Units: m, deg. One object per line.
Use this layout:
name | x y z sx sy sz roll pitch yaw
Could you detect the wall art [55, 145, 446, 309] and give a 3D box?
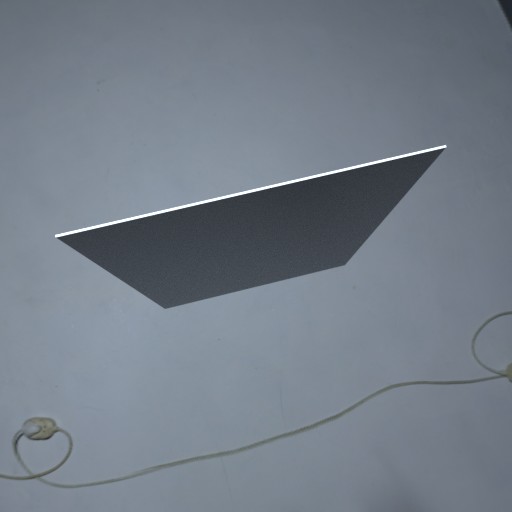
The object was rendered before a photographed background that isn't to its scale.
wall art | 0.000 0.000 0.799 0.457 0.609 0.003 -13 76 -3
